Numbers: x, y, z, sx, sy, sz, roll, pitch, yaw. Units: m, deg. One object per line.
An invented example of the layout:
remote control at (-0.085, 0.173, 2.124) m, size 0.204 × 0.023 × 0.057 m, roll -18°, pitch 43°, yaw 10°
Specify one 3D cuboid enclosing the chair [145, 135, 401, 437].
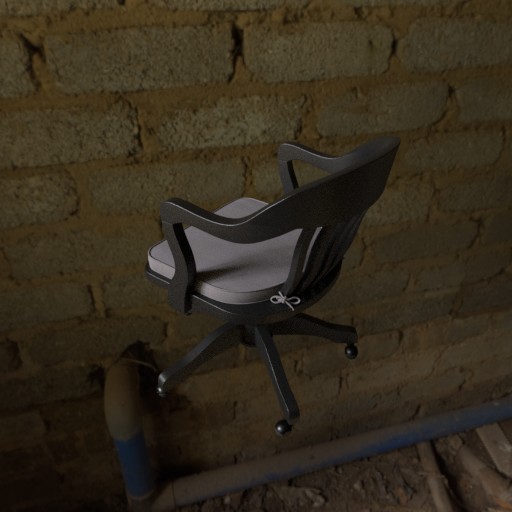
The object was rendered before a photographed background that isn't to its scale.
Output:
chair at (0.000, 0.000, 1.461) m, size 0.788 × 0.878 × 0.750 m, roll 21°, pitch 38°, yaw 29°
